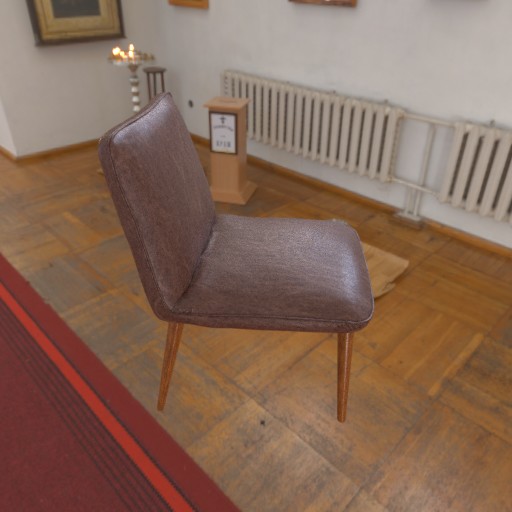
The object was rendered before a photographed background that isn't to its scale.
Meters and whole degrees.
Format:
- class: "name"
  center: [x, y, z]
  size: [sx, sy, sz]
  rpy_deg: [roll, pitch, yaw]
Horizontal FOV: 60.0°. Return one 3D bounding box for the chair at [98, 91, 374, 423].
- class: "chair"
  center: [0.000, 0.000, 1.254]
  size: [0.645, 0.803, 0.543]
  rpy_deg: [0, 31, 0]
